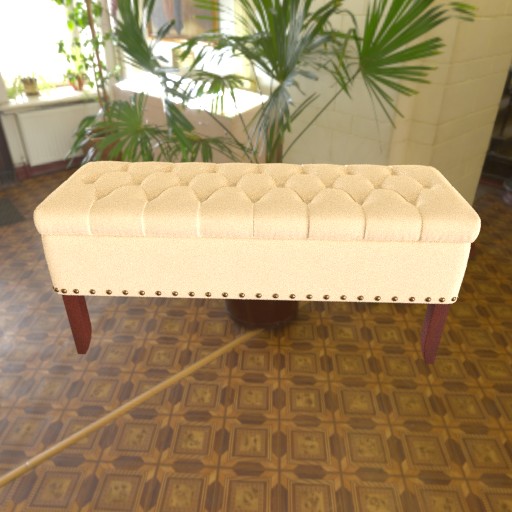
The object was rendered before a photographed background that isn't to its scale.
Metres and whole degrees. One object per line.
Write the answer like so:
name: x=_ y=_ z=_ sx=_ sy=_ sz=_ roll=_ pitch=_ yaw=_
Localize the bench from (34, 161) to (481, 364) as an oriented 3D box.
bench: x=0.000 y=0.000 z=1.291 sx=1.054 sy=0.470 sz=0.400 roll=1 pitch=31 yaw=2
